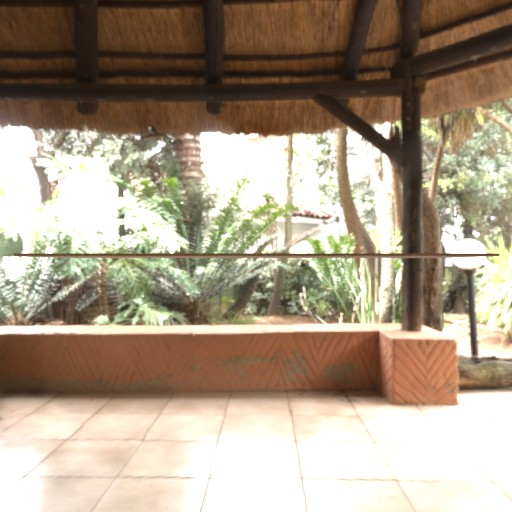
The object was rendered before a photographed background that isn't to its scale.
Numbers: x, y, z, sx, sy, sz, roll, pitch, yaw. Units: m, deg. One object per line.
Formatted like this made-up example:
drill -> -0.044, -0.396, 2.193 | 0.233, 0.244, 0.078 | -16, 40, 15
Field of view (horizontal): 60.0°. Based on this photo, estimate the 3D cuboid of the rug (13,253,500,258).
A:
rug -> 0.000, 0.000, 2.405 | 2.276, 0.014, 0.678 | 0, -1, 1
